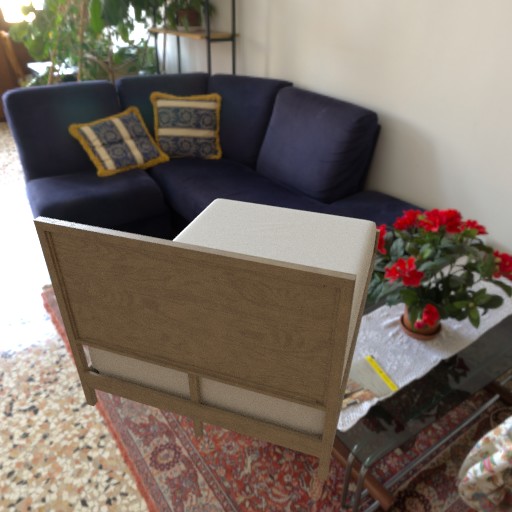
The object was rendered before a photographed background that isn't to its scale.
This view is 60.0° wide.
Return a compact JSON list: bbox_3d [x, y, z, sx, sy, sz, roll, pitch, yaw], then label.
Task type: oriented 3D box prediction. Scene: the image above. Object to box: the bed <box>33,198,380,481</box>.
[{"bbox_3d":[0.000,0.000,3.238,1.606,1.369,2.189,10,33,16],"label":"bed"}]
